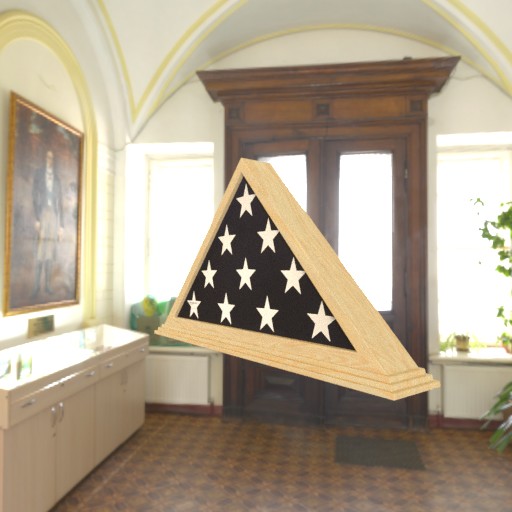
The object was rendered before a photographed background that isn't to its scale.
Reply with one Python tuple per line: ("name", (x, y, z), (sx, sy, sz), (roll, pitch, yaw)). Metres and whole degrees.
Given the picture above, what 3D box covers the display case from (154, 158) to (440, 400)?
("display case", (0.000, 0.000, 0.786), (0.095, 0.340, 0.640), (1, -2, -37))
